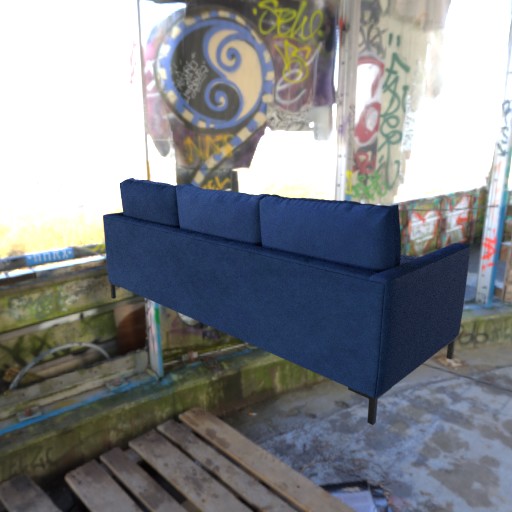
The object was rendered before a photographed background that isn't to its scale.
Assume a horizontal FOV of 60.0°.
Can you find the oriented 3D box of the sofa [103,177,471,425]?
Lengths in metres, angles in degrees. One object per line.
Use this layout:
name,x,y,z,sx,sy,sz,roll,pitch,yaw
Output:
sofa,0.000,0.000,2.729,2.252,0.879,0.875,14,20,43
